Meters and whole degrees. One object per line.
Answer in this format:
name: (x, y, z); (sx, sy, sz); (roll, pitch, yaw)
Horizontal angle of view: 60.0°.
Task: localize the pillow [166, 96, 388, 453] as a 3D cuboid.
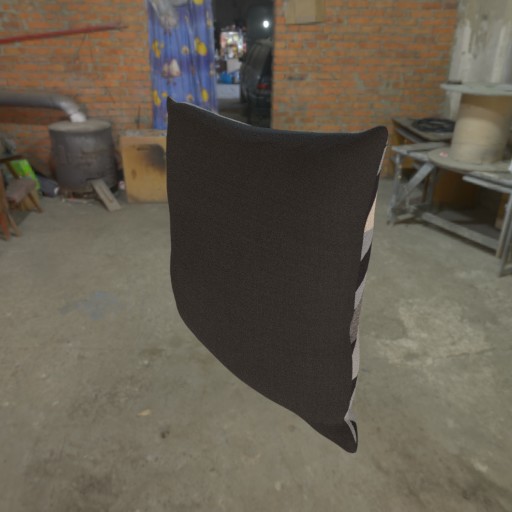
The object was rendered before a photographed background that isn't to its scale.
pillow: (0.000, 0.000, 0.759); (0.208, 0.496, 0.503); (-19, 32, -34)
